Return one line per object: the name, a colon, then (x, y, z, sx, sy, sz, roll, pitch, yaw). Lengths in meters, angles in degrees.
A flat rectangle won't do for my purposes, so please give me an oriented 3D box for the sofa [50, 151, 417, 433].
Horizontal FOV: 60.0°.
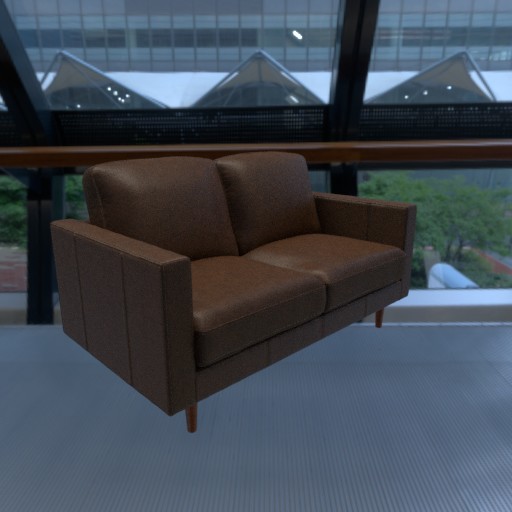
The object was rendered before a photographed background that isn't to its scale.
sofa: (0.000, 0.000, 2.157, 1.578, 0.951, 0.909, -15, 21, -42)
